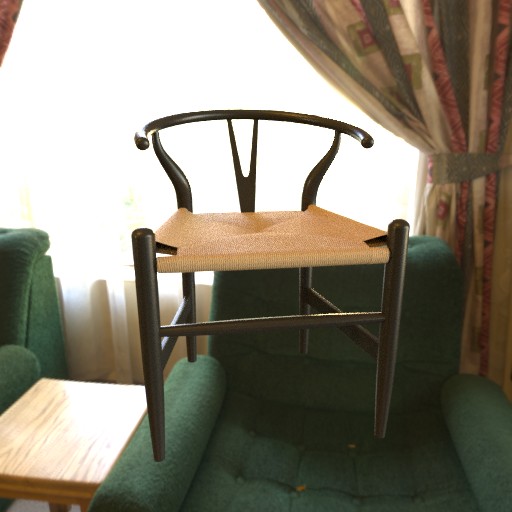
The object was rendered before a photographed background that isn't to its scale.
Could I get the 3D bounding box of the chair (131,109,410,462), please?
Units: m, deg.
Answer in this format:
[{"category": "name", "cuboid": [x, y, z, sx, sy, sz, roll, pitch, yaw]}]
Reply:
[{"category": "chair", "cuboid": [0.000, 0.000, 1.142, 0.570, 0.739, 0.570, -2, 16, -8]}]
